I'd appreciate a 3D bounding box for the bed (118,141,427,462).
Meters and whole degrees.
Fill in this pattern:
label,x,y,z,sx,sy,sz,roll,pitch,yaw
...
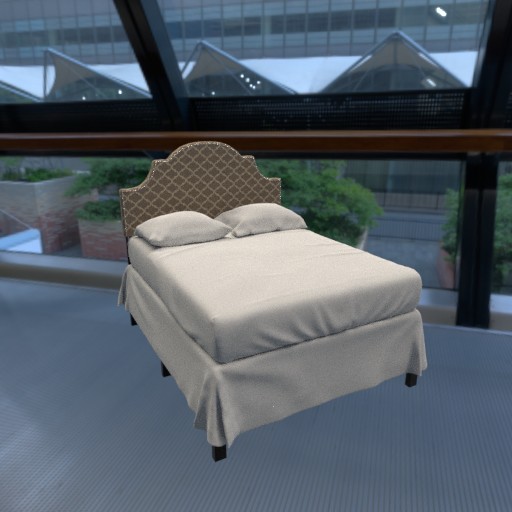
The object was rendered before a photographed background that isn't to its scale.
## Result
label,x,y,z,sx,sy,sz,roll,pitch,yaw
bed,0.000,0.000,3.431,1.780,1.633,2.222,-9,20,-27
